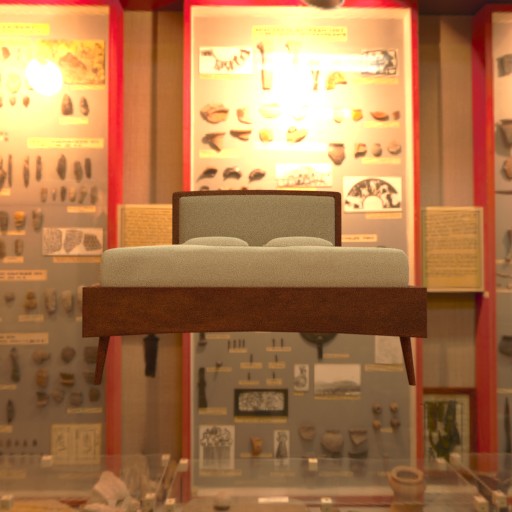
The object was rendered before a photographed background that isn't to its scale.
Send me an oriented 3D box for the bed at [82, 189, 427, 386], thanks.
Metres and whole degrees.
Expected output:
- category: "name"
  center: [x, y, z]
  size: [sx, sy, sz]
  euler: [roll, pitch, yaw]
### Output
- category: "bed"
  center: [0.000, 0.000, 3.143]
  size: [1.587, 1.275, 2.196]
  euler: [0, -1, 0]
